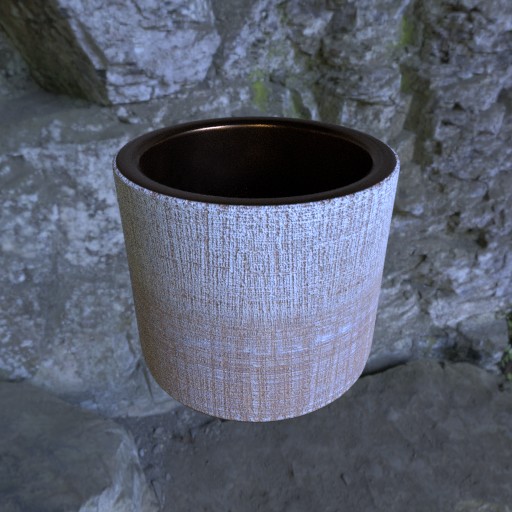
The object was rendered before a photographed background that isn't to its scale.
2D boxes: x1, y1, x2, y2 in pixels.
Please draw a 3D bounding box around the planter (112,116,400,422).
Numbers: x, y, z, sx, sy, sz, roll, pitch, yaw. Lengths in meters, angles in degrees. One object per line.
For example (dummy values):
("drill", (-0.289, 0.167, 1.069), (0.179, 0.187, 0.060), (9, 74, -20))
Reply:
("planter", (0.000, 0.000, 0.194), (0.109, 0.096, 0.109), (0, 31, 0))
